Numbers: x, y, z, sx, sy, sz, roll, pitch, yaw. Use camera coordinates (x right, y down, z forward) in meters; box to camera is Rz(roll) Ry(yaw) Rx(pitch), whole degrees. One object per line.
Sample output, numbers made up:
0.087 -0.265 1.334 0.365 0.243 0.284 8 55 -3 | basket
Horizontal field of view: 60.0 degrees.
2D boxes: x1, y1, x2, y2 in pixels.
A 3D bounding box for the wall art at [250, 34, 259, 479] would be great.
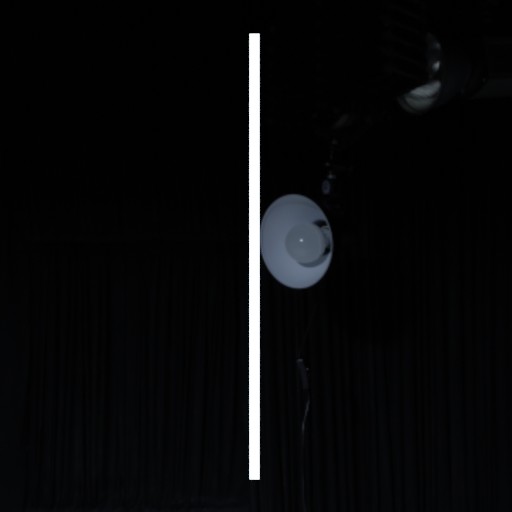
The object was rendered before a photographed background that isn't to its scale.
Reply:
0.000 0.000 0.876 0.013 0.584 0.584 0 0 0 | wall art
